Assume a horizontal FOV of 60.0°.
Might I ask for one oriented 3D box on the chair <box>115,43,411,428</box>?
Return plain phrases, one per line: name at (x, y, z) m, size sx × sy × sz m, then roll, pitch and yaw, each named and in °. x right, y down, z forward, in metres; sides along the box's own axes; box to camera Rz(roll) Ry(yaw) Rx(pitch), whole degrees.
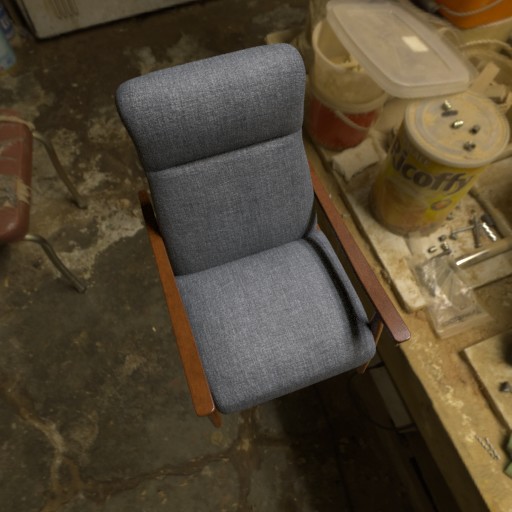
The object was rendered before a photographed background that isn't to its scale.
chair at (0.000, 0.000, 1.741) m, size 0.762 × 1.082 × 1.030 m, roll -18°, pitch 65°, yaw -9°
